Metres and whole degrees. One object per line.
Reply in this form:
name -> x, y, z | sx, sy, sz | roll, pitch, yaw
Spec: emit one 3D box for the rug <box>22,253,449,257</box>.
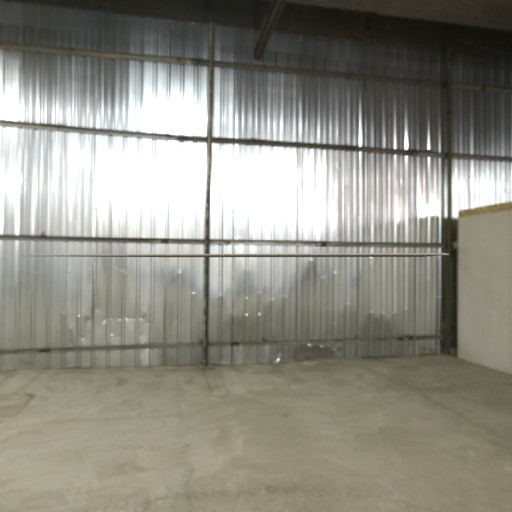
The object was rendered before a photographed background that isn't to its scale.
rug -> 0.000, 0.000, 4.035 | 2.980, 0.012, 2.363 | 0, 0, 17
